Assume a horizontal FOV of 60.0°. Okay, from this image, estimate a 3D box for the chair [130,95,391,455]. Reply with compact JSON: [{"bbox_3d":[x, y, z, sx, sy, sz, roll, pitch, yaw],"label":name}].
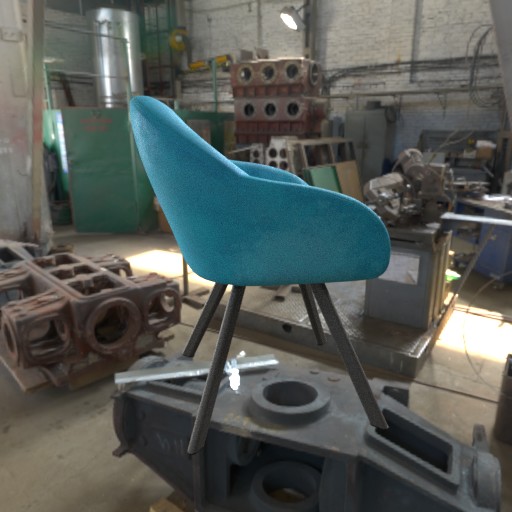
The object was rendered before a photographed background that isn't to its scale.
[{"bbox_3d":[0.000,0.000,1.176,0.590,0.795,0.550,-3,17,-10],"label":"chair"}]
